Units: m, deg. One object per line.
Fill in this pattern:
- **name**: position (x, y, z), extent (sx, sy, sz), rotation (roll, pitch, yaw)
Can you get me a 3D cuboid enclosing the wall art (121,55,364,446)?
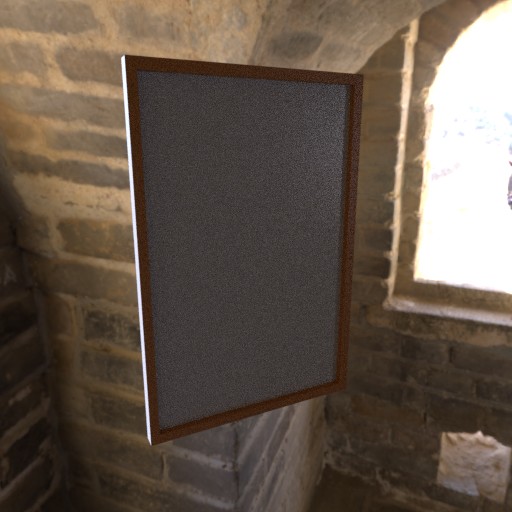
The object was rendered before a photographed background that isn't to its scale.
- **wall art**: position (0.000, 0.000, 0.765), extent (0.405, 0.608, 0.025), rotation (-7, 16, -25)
